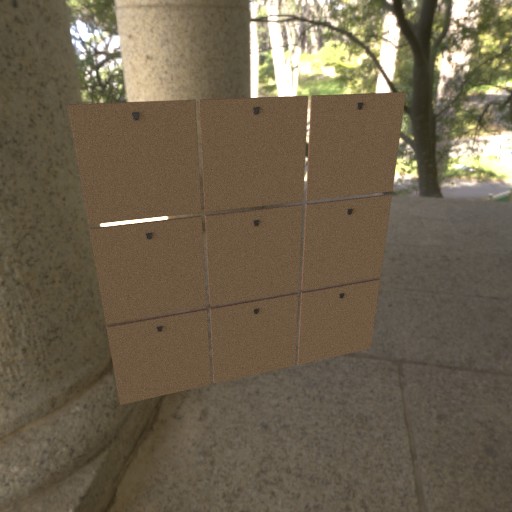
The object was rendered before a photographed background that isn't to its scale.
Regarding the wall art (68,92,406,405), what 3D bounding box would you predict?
[{"bbox_3d":[0.000,0.000,1.801,1.221,1.218,0.019,-8,27,-17],"label":"wall art"}]
